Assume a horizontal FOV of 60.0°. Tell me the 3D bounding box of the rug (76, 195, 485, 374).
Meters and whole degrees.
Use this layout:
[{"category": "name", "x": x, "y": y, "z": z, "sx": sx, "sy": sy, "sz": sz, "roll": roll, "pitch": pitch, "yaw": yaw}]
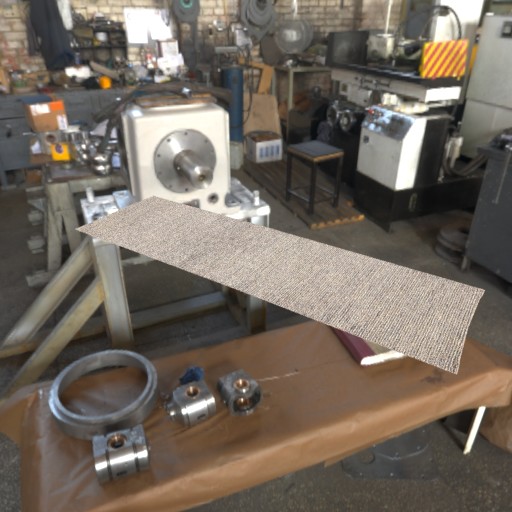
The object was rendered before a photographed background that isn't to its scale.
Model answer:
[{"category": "rug", "x": 0.000, "y": 0.000, "z": 2.538, "sx": 2.335, "sy": 0.013, "sz": 0.697, "roll": 18, "pitch": 34, "yaw": 29}]
